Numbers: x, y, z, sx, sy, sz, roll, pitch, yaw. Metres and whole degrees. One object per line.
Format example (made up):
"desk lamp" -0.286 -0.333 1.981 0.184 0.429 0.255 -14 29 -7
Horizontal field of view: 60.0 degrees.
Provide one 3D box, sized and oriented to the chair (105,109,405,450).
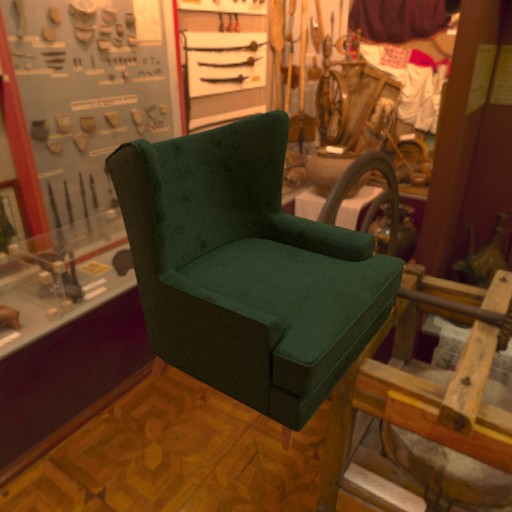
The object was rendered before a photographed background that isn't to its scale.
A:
"chair" 0.000 0.000 1.667 0.910 0.952 0.793 17 31 31
